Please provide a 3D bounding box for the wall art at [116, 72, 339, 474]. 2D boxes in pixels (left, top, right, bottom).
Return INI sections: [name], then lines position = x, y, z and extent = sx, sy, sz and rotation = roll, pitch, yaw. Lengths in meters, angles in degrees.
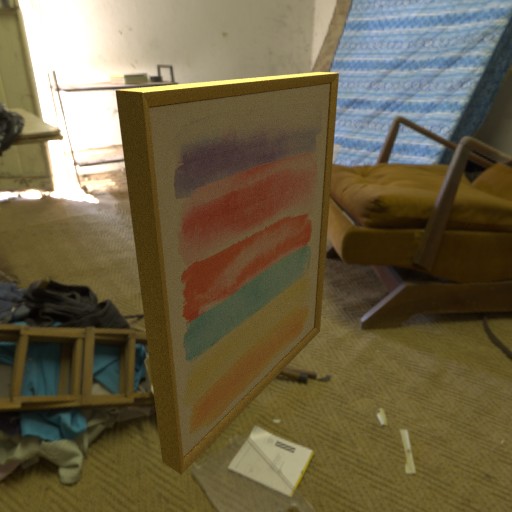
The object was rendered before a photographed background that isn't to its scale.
[wall art]
position = 0.000, 0.000, 0.865
extent = 0.048, 0.642, 0.537
rotation = 16, 30, 31
